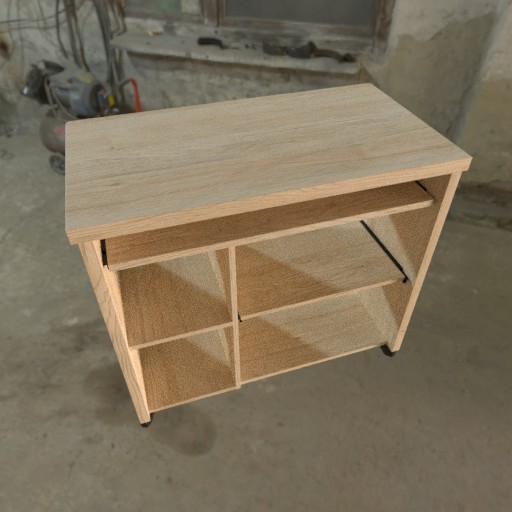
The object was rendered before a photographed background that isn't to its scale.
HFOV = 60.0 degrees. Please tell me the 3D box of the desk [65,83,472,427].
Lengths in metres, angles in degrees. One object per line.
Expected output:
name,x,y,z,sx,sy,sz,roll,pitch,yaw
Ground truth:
desk,0.000,0.000,1.337,0.885,0.770,0.480,-12,43,-13
